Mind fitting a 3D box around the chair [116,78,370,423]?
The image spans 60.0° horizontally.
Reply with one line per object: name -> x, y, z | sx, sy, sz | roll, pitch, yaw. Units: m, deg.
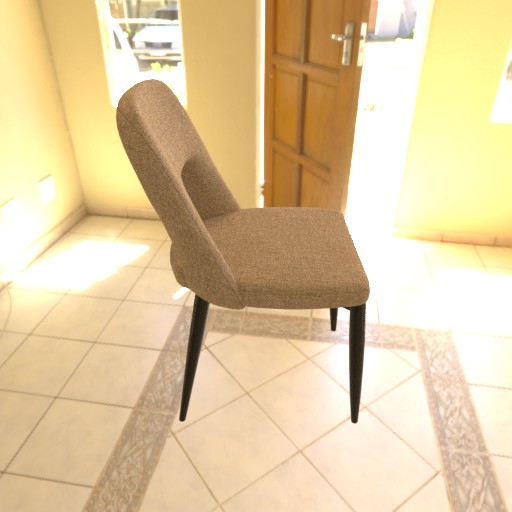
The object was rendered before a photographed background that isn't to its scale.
chair -> 0.000, 0.000, 1.273 | 0.612, 0.931, 0.470 | 0, 31, 0
